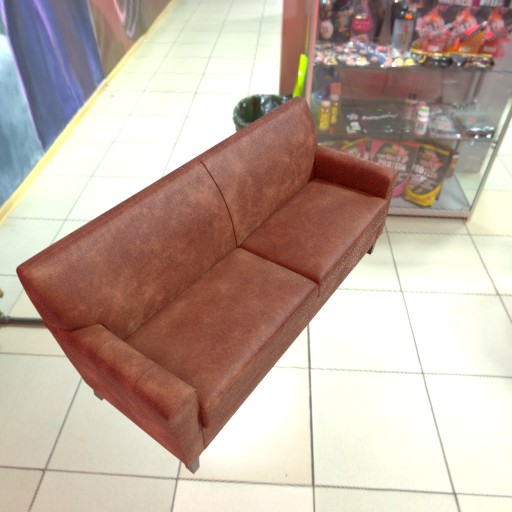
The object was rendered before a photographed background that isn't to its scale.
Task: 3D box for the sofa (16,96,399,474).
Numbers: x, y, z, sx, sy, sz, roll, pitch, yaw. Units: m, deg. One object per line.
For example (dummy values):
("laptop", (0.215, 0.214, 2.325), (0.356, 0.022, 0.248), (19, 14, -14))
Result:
("sofa", (0.000, 0.000, 2.429), (0.805, 0.947, 2.053), (26, 48, 26))
